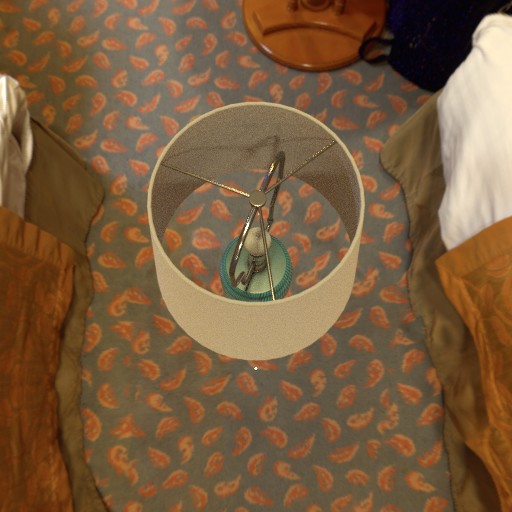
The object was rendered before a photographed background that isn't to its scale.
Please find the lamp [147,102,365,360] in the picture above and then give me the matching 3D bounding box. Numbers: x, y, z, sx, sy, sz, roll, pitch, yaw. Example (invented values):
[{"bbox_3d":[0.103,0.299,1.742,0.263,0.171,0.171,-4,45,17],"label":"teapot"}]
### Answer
[{"bbox_3d":[0.000,0.000,0.554,0.254,0.392,0.254,0,76,0],"label":"lamp"}]
